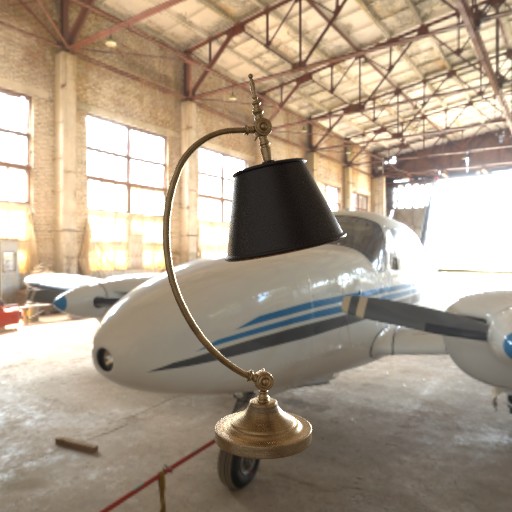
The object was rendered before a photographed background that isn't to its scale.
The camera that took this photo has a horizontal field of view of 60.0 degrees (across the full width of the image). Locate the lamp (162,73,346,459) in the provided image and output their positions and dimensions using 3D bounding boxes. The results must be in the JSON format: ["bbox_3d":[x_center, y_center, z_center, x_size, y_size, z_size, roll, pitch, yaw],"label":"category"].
[{"bbox_3d":[0.000,0.000,0.825,0.344,0.675,0.235,0,0,-19],"label":"lamp"}]
